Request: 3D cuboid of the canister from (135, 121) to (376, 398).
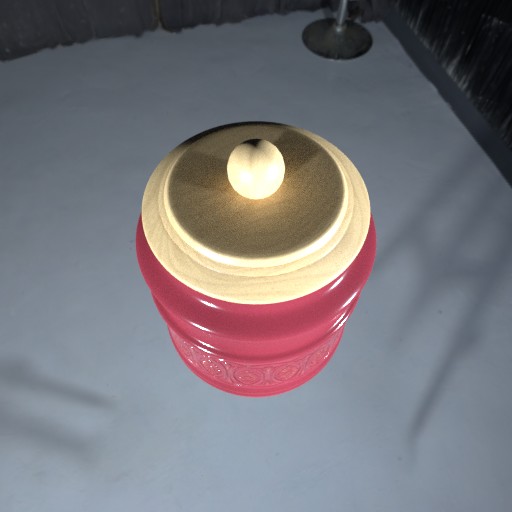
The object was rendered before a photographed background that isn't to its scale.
[{"bbox_3d":[0.000,0.000,0.266,0.130,0.176,0.130,0,58,0],"label":"canister"}]
